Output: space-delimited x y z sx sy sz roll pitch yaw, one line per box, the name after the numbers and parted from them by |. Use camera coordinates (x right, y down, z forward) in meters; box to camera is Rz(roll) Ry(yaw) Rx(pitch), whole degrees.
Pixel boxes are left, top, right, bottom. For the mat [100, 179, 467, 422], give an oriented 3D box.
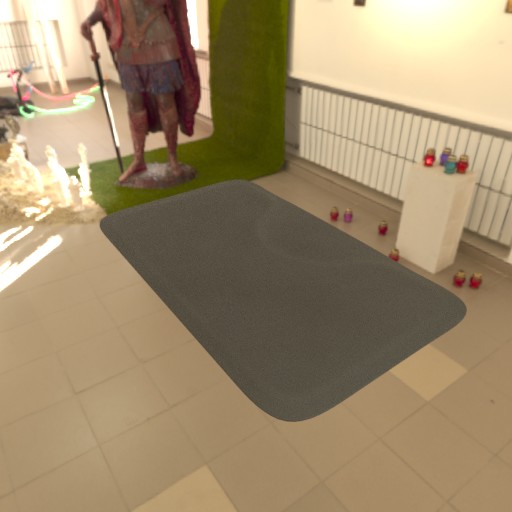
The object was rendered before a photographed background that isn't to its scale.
0.000 0.000 1.898 0.918 0.013 1.524 -21 38 -30 | mat
